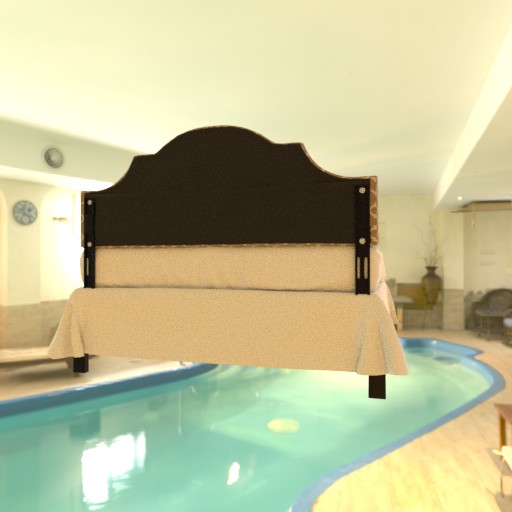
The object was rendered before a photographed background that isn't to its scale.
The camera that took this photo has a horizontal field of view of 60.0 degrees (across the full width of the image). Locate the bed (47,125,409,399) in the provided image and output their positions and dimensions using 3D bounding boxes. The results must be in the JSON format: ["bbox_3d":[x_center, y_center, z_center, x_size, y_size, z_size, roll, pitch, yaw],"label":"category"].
[{"bbox_3d":[0.000,0.000,3.673,2.314,1.601,2.222,0,-1,17],"label":"bed"}]
